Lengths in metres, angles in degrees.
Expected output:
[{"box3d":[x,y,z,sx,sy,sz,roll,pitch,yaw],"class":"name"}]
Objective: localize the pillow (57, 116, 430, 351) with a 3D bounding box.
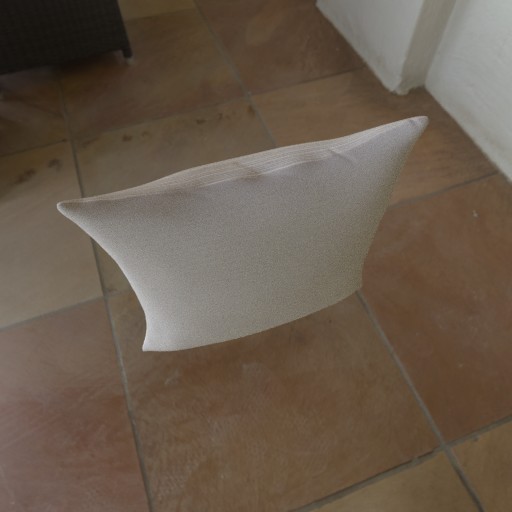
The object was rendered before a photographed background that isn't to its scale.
[{"box3d":[0.000,0.000,0.787,0.512,0.497,0.204,-15,59,-9],"class":"pillow"}]
